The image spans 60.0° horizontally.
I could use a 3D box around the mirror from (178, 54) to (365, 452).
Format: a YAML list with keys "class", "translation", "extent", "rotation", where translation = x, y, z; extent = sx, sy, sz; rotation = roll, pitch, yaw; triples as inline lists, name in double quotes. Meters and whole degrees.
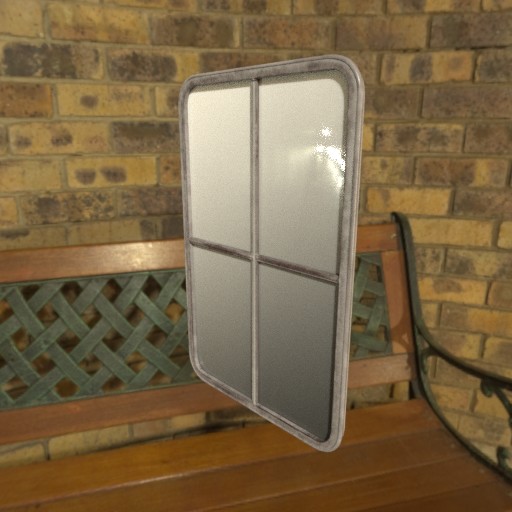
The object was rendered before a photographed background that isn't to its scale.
- class: "mirror"
  translation: [0.000, 0.000, 0.897]
  extent: [0.461, 0.713, 0.024]
  rotation: [15, 21, 43]
